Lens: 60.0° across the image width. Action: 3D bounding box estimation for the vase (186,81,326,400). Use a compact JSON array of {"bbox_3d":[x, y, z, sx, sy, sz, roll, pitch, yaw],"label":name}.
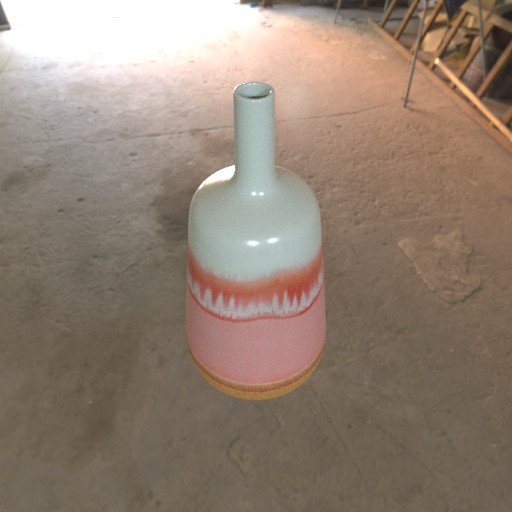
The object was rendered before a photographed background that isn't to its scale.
[{"bbox_3d":[0.000,0.000,0.383,0.144,0.296,0.144,0,46,0],"label":"vase"}]
